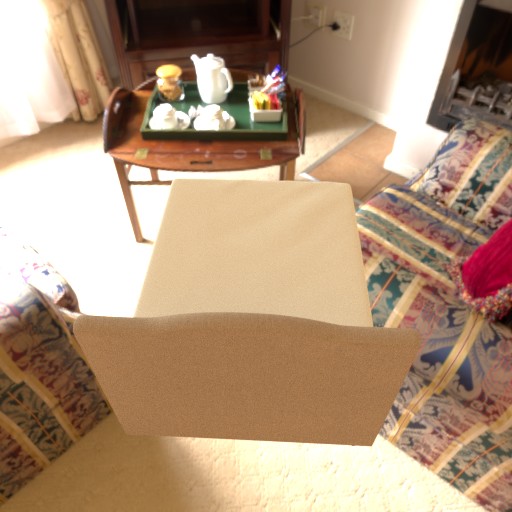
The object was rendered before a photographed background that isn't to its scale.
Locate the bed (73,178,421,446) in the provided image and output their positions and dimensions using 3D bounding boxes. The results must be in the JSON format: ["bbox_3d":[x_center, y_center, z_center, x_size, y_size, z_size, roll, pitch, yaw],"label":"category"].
[{"bbox_3d":[0.000,0.000,3.369,1.821,1.436,2.282,2,47,2],"label":"bed"}]
